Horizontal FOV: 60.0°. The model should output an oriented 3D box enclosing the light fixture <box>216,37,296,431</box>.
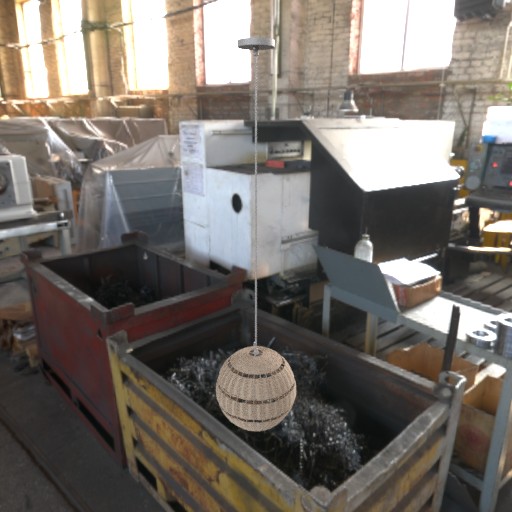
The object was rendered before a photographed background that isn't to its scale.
[{"bbox_3d":[0.000,0.000,2.284,0.457,2.019,0.457,3,18,9],"label":"light fixture"}]
